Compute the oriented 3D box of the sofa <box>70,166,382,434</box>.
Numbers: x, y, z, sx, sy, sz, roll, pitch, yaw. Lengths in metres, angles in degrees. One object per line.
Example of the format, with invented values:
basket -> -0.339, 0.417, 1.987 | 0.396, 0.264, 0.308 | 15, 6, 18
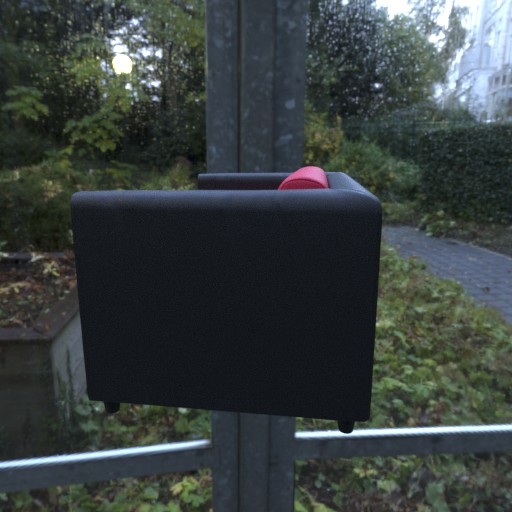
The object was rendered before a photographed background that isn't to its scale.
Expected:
sofa -> 0.000, 0.000, 1.885 | 0.845, 0.735, 1.410 | 2, 13, 8
